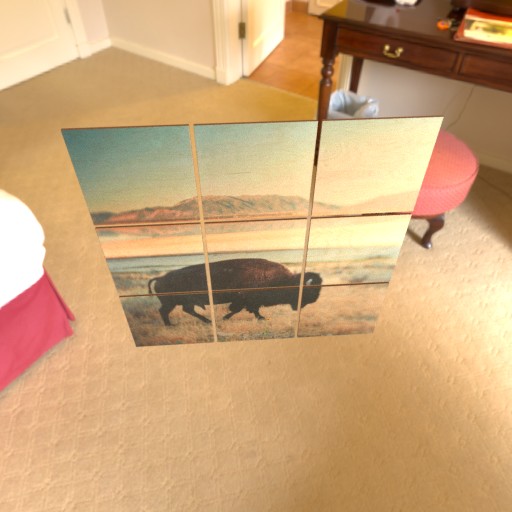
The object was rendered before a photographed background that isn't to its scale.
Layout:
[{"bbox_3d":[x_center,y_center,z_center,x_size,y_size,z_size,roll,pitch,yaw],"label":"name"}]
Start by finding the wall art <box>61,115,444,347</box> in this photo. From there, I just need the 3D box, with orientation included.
[{"bbox_3d":[0.000,0.000,2.323,1.533,1.532,0.019,-3,46,-3],"label":"wall art"}]
